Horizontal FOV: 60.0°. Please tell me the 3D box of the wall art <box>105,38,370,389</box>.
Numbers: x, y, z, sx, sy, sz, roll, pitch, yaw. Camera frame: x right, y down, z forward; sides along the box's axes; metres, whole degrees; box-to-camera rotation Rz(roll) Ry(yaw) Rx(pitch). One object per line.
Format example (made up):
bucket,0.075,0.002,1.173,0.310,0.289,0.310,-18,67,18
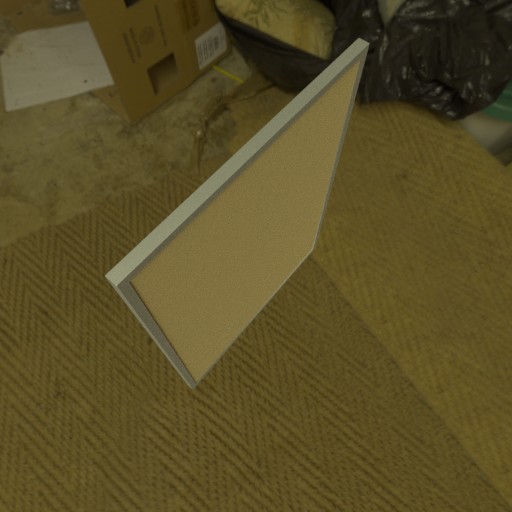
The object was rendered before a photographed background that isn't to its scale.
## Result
wall art,0.000,0.000,1.367,0.034,1.042,0.789,36,69,16
